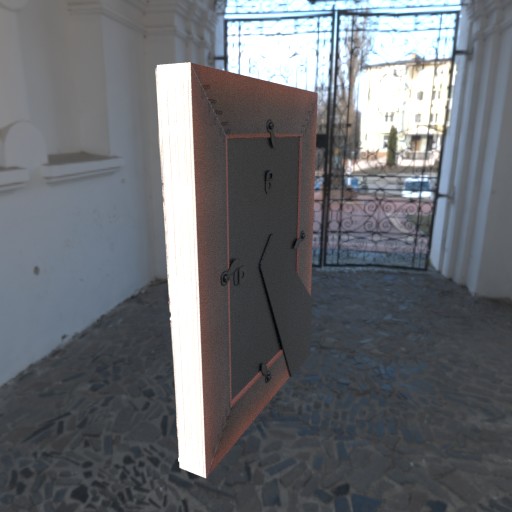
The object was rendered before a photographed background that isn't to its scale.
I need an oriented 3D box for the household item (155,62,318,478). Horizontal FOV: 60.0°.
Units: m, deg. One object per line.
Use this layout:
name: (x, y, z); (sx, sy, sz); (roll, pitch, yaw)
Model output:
household item: (0.000, 0.000, 0.295); (0.025, 0.216, 0.165); (8, 17, 26)
